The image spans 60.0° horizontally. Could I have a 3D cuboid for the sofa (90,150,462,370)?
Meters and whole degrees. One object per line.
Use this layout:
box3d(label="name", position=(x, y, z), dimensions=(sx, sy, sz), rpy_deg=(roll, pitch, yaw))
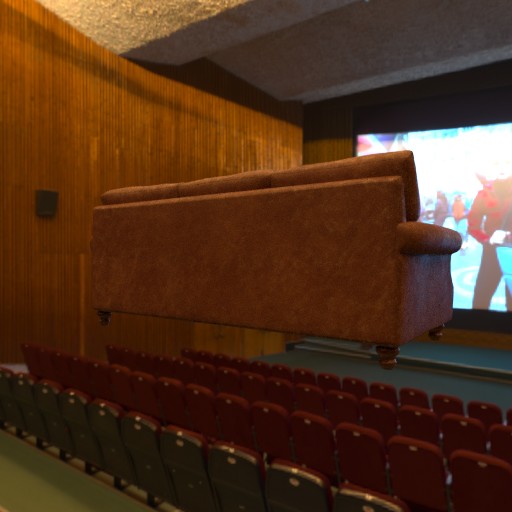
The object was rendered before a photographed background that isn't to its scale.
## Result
box3d(label="sofa", position=(0.000, 0.000, 2.858), dimensions=(2.351, 0.977, 0.973), rpy_deg=(0, 0, 36))
